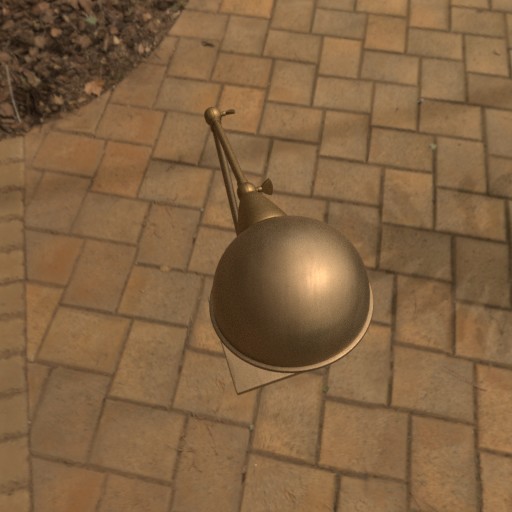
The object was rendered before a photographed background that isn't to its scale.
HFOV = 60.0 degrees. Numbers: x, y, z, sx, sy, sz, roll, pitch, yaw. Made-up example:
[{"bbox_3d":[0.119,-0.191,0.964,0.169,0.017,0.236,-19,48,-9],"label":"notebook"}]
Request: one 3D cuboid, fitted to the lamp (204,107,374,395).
[{"bbox_3d":[0.000,0.000,0.544,0.149,0.371,0.339,-17,66,-8],"label":"lamp"}]
